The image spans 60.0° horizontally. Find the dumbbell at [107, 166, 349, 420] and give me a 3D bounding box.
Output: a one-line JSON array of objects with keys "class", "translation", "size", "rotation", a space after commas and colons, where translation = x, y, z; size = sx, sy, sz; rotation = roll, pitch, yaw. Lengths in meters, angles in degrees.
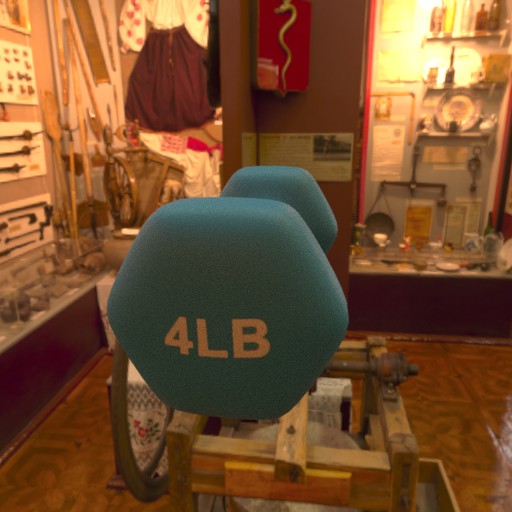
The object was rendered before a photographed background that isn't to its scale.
[{"class": "dumbbell", "translation": [0.000, 0.000, 0.191], "size": [0.074, 0.066, 0.152], "rotation": [3, 16, 9]}]
